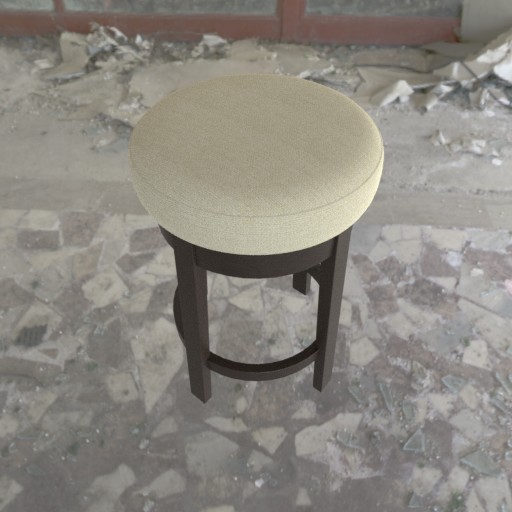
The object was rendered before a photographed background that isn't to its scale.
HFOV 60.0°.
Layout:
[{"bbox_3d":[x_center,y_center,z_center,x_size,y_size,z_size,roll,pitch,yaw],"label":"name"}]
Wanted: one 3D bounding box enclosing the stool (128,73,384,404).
[{"bbox_3d":[0.000,0.000,0.962,0.449,0.655,0.449,0,47,0],"label":"stool"}]
